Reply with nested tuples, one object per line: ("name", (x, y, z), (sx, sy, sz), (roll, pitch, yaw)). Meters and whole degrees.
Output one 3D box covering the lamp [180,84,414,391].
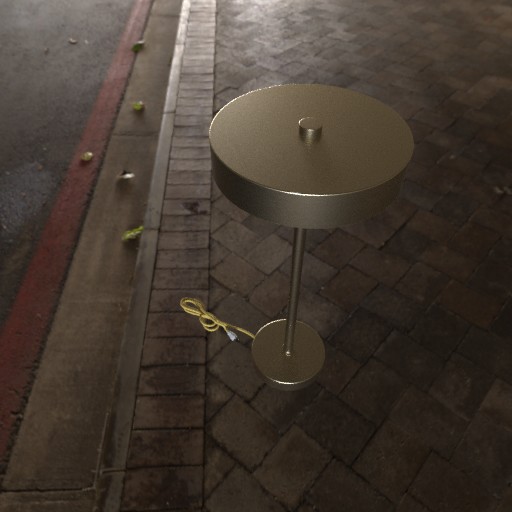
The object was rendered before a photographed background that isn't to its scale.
("lamp", (0.000, 0.000, 0.705), (0.369, 0.508, 0.229), (22, 51, 20))
